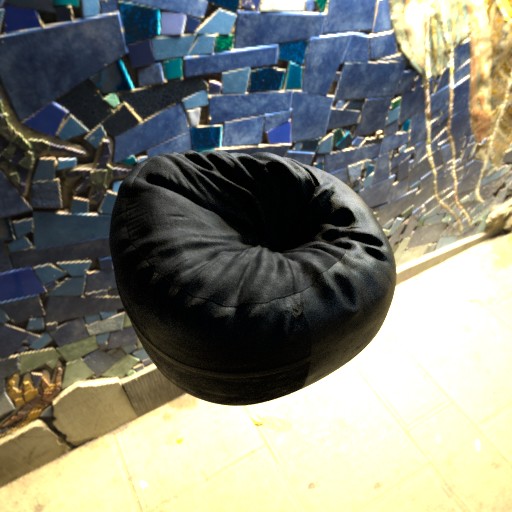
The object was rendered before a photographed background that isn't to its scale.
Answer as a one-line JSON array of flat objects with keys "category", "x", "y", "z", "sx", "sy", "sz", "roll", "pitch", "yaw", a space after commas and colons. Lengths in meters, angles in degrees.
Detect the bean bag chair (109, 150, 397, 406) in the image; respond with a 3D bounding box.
[{"category": "bean bag chair", "x": 0.000, "y": 0.000, "z": 2.496, "sx": 1.524, "sy": 0.878, "sz": 1.524, "roll": -11, "pitch": 47, "yaw": -10}]
